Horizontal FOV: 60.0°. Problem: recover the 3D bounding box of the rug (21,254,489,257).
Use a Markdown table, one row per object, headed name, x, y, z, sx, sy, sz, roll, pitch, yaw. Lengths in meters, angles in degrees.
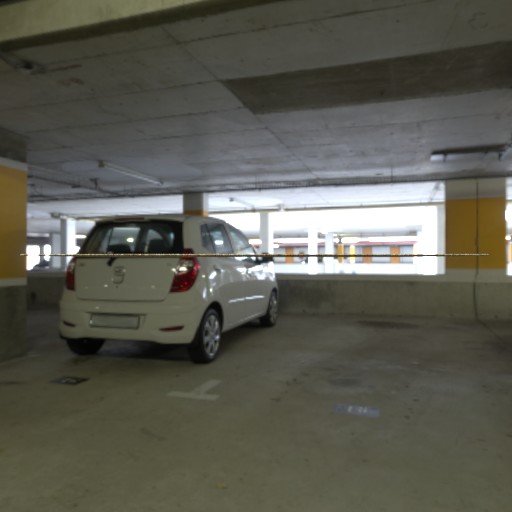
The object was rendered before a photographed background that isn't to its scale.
| name | x | y | z | sx | sy | sz | roll | pitch | yaw |
| --- | --- | --- | --- | --- | --- | --- | --- | --- | --- |
| rug | 0.000 | 0.000 | 3.056 | 2.446 | 0.009 | 1.529 | 0 | 0 | 0 |
